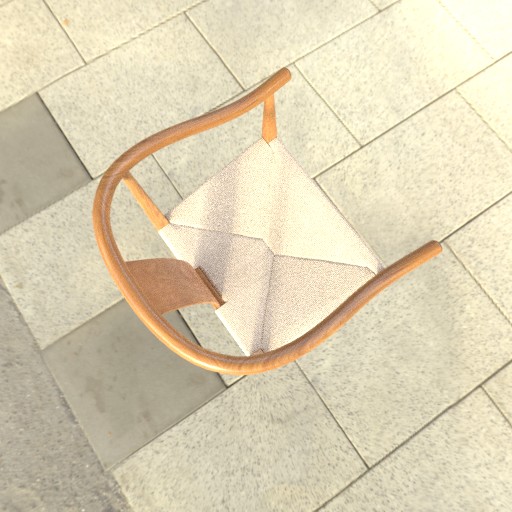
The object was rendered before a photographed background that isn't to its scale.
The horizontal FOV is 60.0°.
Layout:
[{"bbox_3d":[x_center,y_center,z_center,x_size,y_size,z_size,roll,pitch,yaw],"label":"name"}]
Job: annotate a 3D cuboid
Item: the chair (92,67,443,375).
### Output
[{"bbox_3d":[0.000,0.000,1.198,0.579,0.800,0.556,-35,78,-8],"label":"chair"}]
